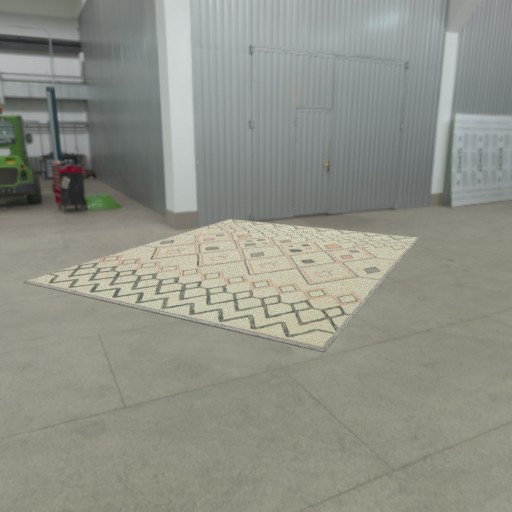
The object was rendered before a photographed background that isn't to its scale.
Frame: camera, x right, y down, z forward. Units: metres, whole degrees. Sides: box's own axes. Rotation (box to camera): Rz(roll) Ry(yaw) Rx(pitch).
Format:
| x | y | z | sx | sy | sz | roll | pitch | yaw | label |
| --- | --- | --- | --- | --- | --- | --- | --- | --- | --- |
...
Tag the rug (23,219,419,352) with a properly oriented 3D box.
| x | y | z | sx | sy | sz | roll | pitch | yaw | label |
| --- | --- | --- | --- | --- | --- | --- | --- | --- | --- |
| 0.000 | 0.000 | 4.143 | 2.441 | 0.016 | 3.050 | 8 | 17 | 27 | rug |
